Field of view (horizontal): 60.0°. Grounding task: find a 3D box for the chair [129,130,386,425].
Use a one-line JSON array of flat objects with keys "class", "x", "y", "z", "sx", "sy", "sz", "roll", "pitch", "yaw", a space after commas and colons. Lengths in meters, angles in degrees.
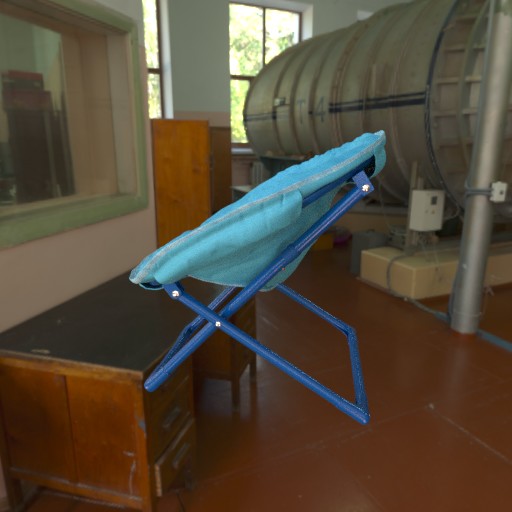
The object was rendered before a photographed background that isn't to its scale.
[{"class": "chair", "x": 0.000, "y": 0.000, "z": 0.877, "sx": 0.465, "sy": 0.478, "sz": 0.520, "roll": 2, "pitch": 15, "yaw": 8}]
